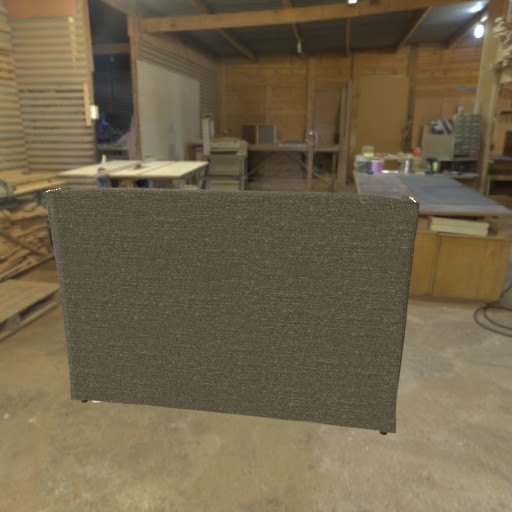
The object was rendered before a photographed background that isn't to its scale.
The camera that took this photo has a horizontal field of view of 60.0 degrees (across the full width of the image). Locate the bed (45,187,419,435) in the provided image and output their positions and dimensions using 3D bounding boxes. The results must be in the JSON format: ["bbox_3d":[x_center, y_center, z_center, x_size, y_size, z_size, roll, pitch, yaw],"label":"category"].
[{"bbox_3d":[0.000,0.000,3.433,1.925,1.332,2.276,3,17,9],"label":"bed"}]
